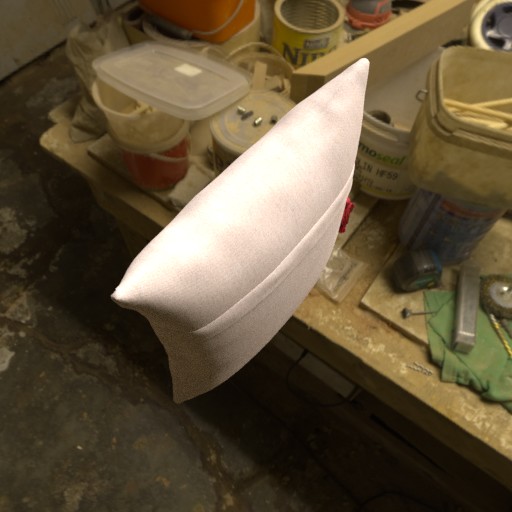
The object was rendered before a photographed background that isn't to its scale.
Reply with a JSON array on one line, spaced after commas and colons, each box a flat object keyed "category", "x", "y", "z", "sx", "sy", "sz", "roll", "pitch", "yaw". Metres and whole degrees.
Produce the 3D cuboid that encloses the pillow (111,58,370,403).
[{"category": "pillow", "x": 0.000, "y": 0.000, "z": 0.666, "sx": 0.173, "sy": 0.436, "sz": 0.433, "roll": 34, "pitch": 64, "yaw": 19}]
